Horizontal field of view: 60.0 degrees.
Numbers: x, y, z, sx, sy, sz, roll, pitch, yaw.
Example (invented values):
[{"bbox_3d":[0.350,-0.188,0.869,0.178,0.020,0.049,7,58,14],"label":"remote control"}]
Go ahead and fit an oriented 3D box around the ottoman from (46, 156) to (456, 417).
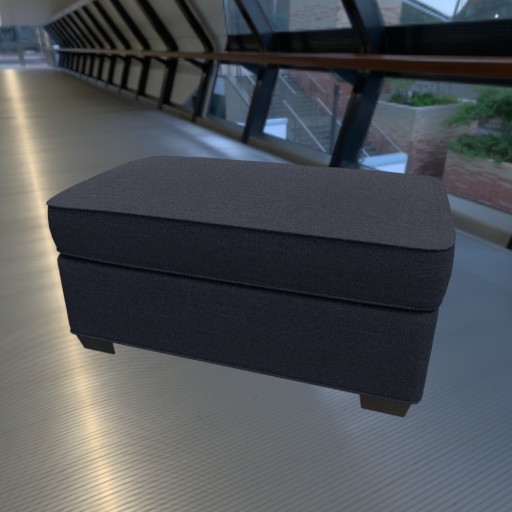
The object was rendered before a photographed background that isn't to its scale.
[{"bbox_3d":[0.000,0.000,1.169,0.895,0.453,0.505,8,27,15],"label":"ottoman"}]
